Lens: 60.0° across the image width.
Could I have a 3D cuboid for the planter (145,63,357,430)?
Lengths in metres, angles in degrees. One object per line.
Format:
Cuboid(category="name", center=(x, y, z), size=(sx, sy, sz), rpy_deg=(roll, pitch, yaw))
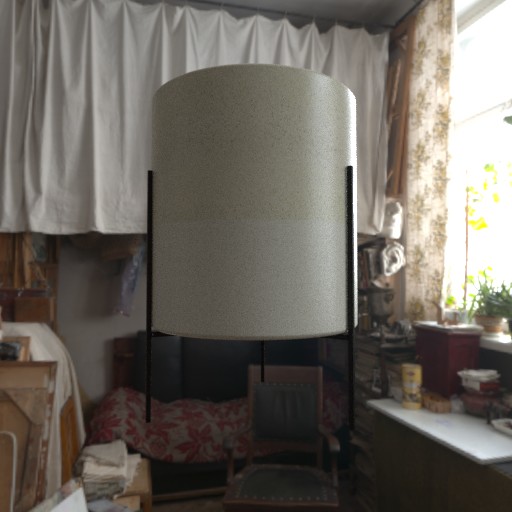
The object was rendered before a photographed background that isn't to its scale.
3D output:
Cuboid(category="planter", center=(0.000, 0.000, 0.711), size=(0.333, 0.483, 0.324), rpy_deg=(-1, -2, 36))
